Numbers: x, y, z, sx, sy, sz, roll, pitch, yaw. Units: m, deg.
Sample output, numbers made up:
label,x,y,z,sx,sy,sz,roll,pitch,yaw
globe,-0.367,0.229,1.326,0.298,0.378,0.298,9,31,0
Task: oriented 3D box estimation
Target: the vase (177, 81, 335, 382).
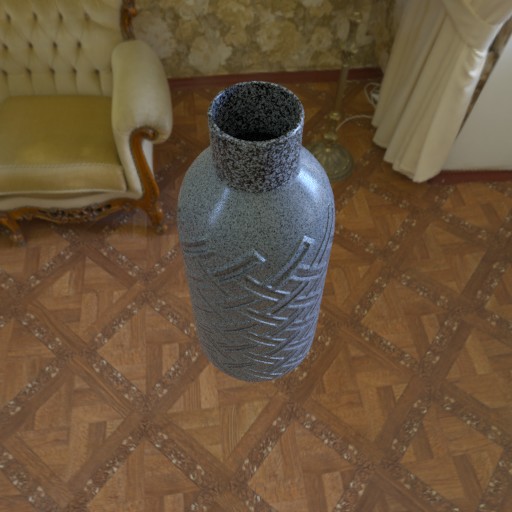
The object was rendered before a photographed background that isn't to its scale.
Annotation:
label,x,y,z,sx,sy,sz,roll,pitch,yaw
vase,0.000,0.000,0.351,0.122,0.282,0.122,0,57,0
